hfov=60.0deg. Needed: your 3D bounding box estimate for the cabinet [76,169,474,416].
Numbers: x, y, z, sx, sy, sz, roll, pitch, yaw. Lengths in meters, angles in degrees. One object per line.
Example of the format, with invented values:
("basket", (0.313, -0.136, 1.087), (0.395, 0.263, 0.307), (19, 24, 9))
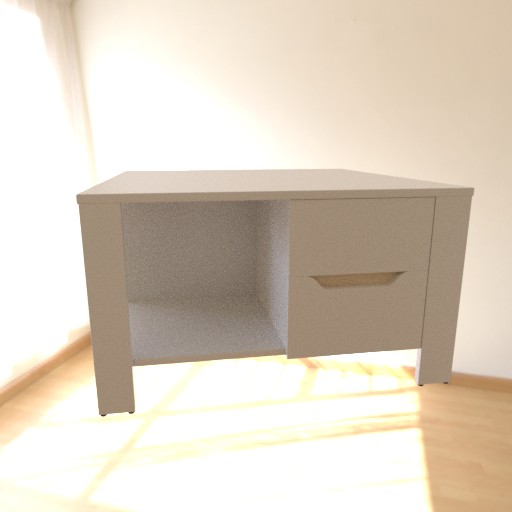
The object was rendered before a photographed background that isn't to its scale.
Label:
("cabinet", (0.000, 0.000, 1.307), (0.800, 0.460, 0.800), (-2, 14, -9))
